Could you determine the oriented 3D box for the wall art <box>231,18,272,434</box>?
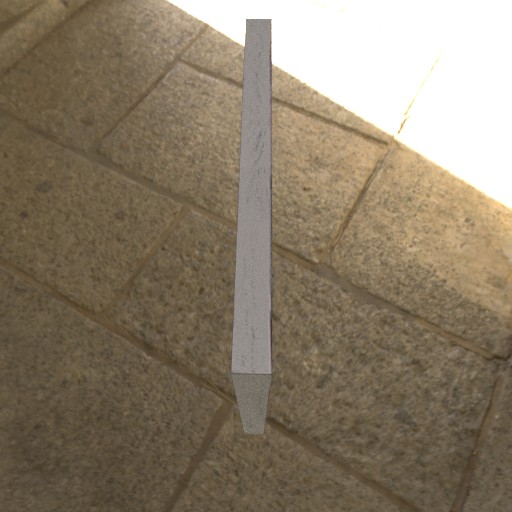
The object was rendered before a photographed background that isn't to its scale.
[{"bbox_3d":[0.000,0.000,0.747,0.038,0.508,0.508,1,62,0],"label":"wall art"}]
